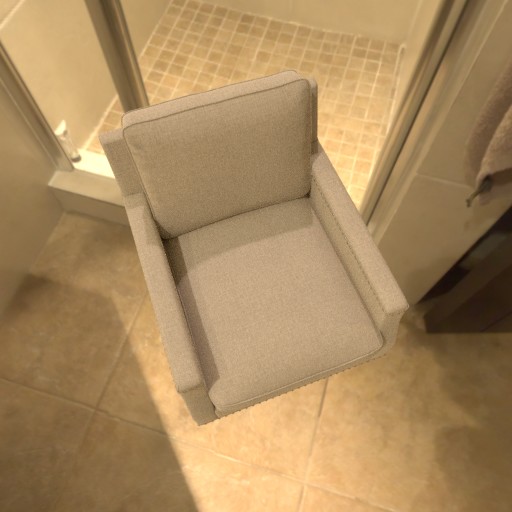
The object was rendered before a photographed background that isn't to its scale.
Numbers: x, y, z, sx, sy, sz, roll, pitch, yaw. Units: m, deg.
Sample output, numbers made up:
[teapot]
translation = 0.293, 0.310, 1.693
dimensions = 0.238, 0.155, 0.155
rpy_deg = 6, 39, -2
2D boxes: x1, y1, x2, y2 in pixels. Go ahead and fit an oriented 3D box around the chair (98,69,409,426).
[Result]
[chair]
translation = 0.000, 0.000, 1.739
dimensions = 0.853, 0.943, 1.014
rpy_deg = -18, 65, -9
